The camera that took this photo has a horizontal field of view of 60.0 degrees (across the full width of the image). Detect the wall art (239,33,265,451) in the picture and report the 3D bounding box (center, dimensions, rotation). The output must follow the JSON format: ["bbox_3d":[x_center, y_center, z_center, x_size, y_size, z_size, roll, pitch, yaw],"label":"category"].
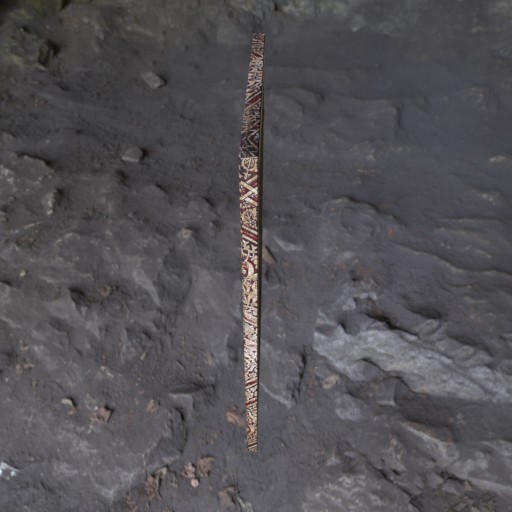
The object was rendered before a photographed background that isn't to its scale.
[{"bbox_3d":[0.000,0.000,0.757,0.020,0.599,0.397,1,42,1],"label":"wall art"}]
